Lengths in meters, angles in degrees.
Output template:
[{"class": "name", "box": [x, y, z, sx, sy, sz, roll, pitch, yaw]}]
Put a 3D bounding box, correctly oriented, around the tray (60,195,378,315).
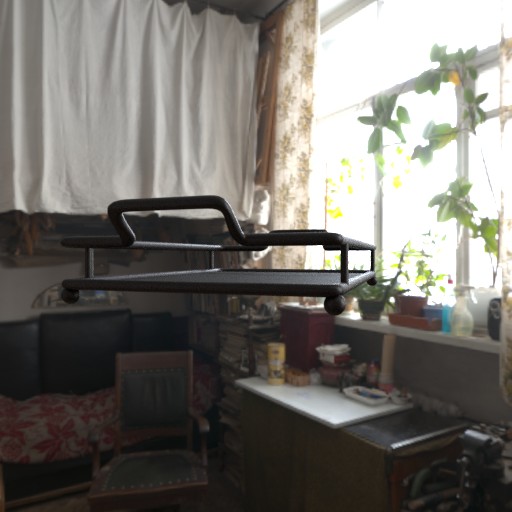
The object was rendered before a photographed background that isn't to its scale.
[{"class": "tray", "box": [0.000, 0.000, 0.610, 0.297, 0.101, 0.495, 0, 0, 19]}]
